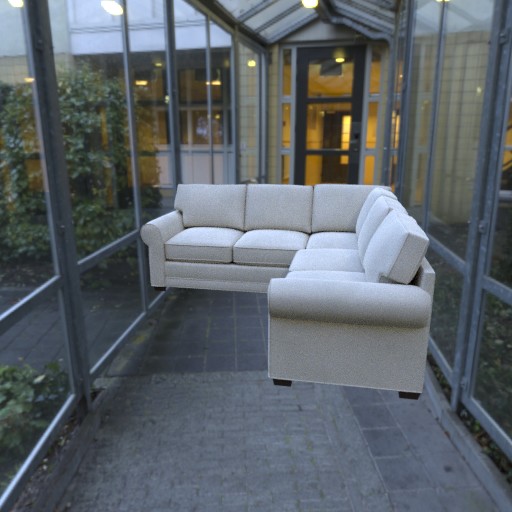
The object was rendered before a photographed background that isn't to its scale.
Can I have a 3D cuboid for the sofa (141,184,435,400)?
[{"bbox_3d":[0.000,0.000,3.857,2.487,1.054,2.569,3,15,10],"label":"sofa"}]
